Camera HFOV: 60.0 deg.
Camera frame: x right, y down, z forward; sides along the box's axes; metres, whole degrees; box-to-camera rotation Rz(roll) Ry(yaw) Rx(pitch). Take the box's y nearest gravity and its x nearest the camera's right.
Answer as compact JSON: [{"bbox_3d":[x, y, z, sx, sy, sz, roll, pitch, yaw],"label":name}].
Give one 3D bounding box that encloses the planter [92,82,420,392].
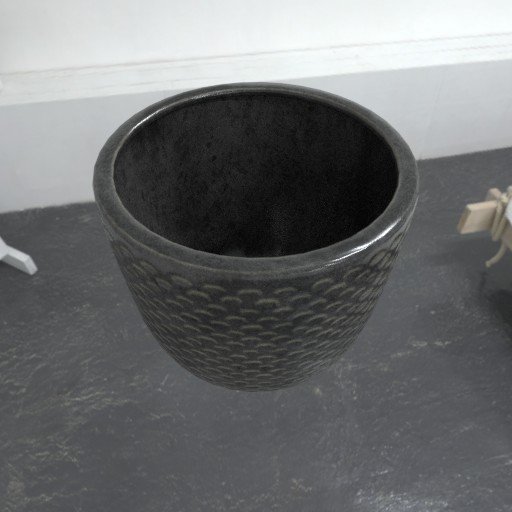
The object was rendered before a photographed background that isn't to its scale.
[{"bbox_3d":[0.000,0.000,0.238,0.140,0.129,0.140,0,47,0],"label":"planter"}]
